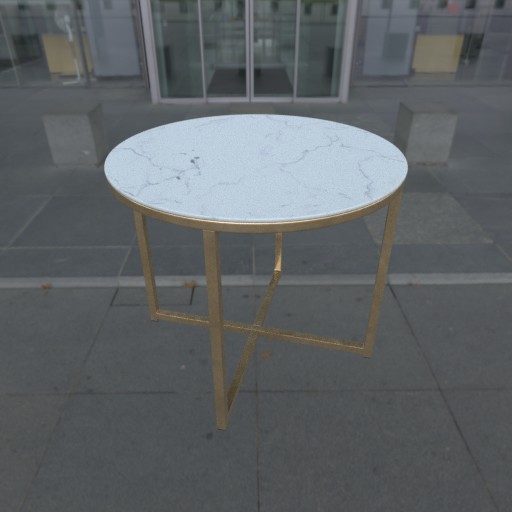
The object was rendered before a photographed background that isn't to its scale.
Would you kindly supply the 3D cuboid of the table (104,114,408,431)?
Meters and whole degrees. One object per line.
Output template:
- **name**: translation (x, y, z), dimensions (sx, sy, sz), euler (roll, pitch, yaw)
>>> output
- **table**: translation (0.000, 0.000, 0.871), dimensions (0.500, 0.420, 0.500), euler (0, 32, 0)
